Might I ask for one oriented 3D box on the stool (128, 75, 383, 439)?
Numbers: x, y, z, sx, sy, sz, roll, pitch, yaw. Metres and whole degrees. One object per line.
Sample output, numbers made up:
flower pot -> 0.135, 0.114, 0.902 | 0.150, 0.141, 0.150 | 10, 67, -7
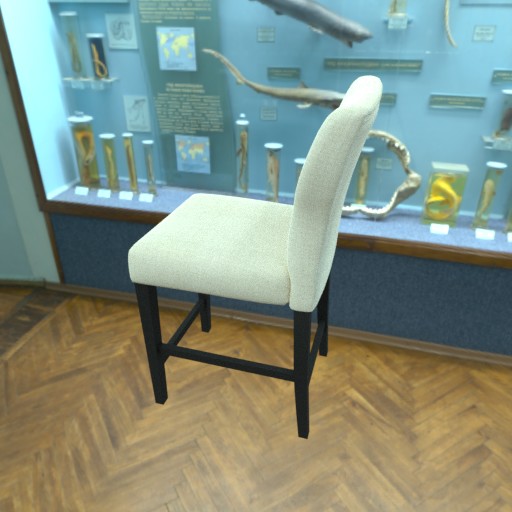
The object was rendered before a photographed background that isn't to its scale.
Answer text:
stool -> 0.000, 0.000, 1.322 | 0.603, 0.972, 0.514 | 8, 30, 15
